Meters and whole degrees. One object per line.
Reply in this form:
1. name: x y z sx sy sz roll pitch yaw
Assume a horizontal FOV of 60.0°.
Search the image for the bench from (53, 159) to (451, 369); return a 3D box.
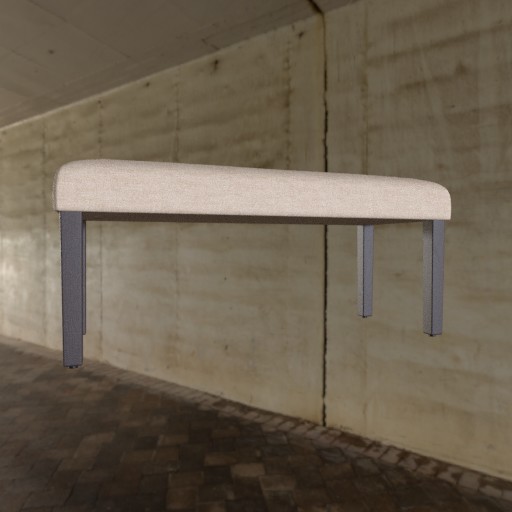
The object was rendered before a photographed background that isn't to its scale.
1. bench: 0.000 0.000 1.253 1.013 0.456 0.407 -1 2 -20
